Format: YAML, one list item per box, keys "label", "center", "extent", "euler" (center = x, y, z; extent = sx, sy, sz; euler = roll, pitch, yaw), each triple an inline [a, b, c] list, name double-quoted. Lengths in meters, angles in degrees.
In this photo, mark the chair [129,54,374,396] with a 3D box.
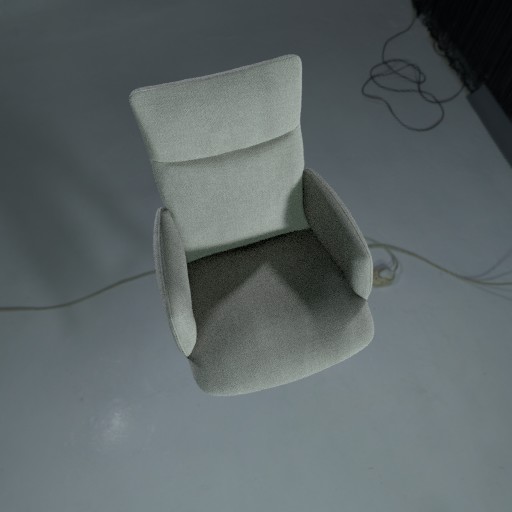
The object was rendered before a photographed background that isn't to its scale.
- label: "chair"
  center: [0.000, 0.000, 1.616]
  extent: [0.711, 1.016, 0.889]
  euler: [-16, 64, -8]
